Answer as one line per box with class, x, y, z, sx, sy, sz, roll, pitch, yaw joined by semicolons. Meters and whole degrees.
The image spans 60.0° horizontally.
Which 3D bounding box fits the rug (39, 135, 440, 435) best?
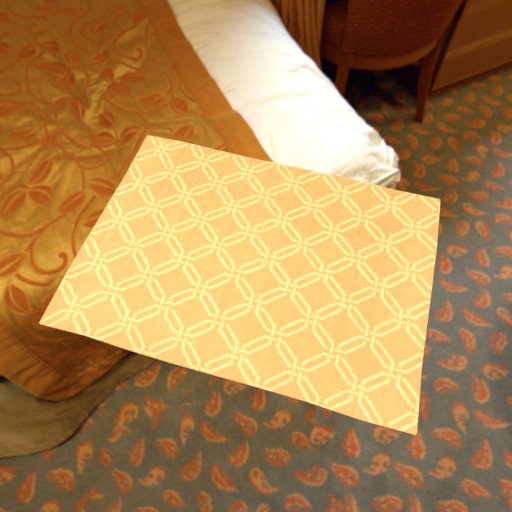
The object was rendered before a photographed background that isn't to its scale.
rug;0.000;0.000;4.311;3.365;0.020;2.452;14;60;8
